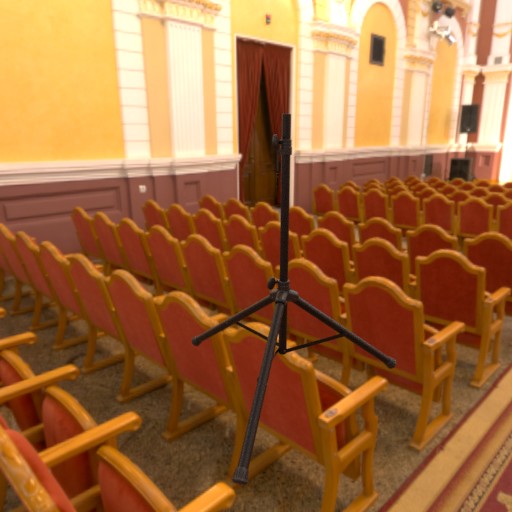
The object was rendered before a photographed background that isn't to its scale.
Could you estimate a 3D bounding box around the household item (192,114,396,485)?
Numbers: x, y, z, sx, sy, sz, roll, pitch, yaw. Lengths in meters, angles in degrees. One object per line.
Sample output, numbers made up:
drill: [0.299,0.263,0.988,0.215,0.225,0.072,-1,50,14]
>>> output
household item: [0.000,0.000,1.873,0.907,1.136,1.045,15,21,43]
